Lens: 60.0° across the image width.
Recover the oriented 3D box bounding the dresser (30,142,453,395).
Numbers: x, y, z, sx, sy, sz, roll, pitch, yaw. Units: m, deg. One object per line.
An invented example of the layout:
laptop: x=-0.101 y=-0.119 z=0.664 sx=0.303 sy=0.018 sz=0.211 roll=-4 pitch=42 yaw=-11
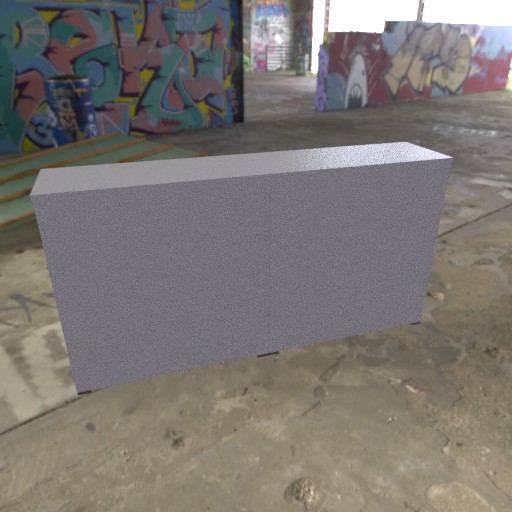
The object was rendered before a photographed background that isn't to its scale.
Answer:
dresser: x=0.000 y=0.000 z=1.858 sx=1.535 sy=0.790 sz=0.333 roll=-8 pitch=27 yaw=-16
